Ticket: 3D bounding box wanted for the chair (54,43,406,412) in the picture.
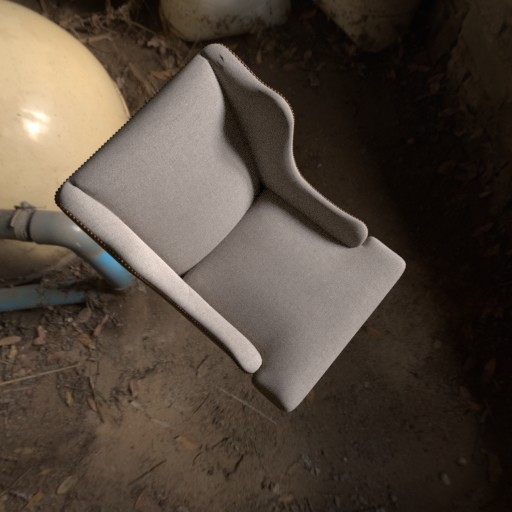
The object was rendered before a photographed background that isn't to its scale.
[{"bbox_3d":[0.000,0.000,1.676,0.940,1.029,0.737,40,79,9],"label":"chair"}]
